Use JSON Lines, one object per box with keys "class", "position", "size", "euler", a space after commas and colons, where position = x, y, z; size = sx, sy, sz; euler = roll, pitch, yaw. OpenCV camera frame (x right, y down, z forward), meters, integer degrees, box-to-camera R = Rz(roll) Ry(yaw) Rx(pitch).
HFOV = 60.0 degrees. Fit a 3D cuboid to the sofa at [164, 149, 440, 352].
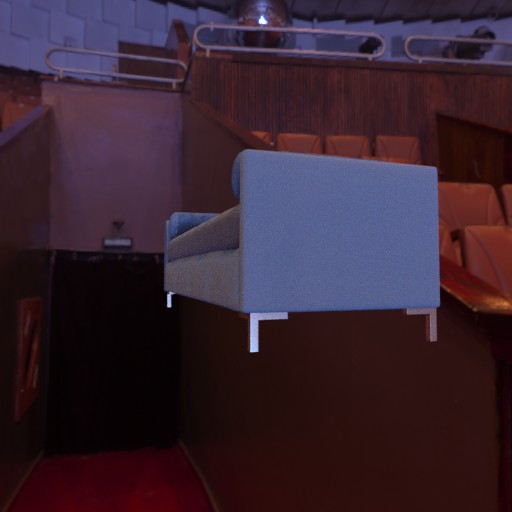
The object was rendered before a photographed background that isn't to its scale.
{"class": "sofa", "position": [0.000, 0.000, 2.519], "size": [0.796, 0.705, 2.102], "euler": [1, -2, -19]}
